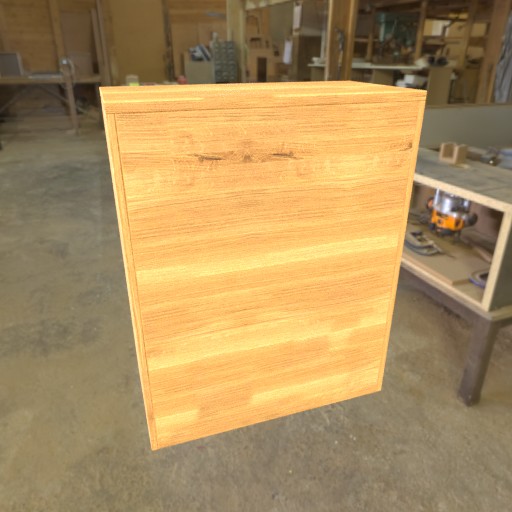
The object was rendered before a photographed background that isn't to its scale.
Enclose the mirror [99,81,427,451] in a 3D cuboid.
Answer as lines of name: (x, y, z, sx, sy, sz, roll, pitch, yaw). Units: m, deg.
mirror: (0.000, 0.000, 1.412, 0.800, 1.000, 0.400, -8, 26, -17)
